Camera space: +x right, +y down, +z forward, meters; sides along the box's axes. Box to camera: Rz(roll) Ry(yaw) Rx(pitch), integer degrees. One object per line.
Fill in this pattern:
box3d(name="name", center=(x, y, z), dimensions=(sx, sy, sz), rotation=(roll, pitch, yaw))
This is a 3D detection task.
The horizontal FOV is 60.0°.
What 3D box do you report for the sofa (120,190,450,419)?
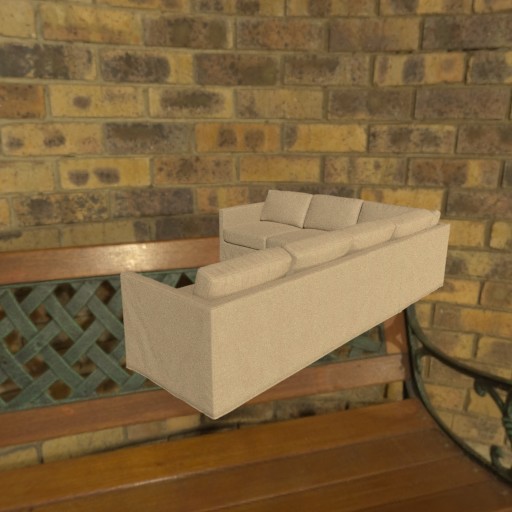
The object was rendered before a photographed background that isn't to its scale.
box3d(name="sofa", center=(0.000, 0.000, 4.244), dimensions=(2.432, 0.871, 3.182), rotation=(14, 21, 42))
